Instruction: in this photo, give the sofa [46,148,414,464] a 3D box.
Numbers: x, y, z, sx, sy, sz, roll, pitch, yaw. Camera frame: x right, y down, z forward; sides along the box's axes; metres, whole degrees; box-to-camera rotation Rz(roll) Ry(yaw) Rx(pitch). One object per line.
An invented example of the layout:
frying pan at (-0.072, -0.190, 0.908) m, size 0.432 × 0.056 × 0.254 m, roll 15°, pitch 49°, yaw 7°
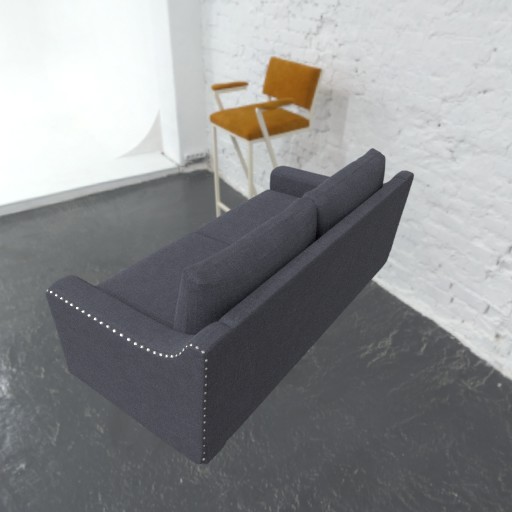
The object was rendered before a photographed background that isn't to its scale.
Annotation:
sofa at (0.000, 0.000, 3.256) m, size 1.336 × 1.196 × 2.550 m, roll 21°, pitch 38°, yaw 30°
